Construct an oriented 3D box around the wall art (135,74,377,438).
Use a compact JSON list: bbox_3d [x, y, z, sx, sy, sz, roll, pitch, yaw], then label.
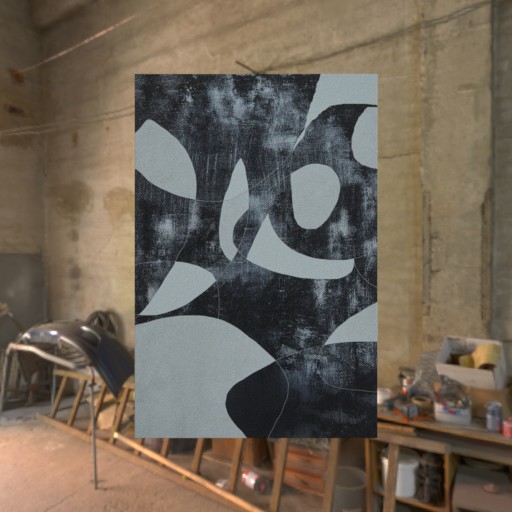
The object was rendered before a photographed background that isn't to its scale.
[{"bbox_3d":[0.000,0.000,0.761,0.407,0.610,0.039,0,0,0],"label":"wall art"}]
